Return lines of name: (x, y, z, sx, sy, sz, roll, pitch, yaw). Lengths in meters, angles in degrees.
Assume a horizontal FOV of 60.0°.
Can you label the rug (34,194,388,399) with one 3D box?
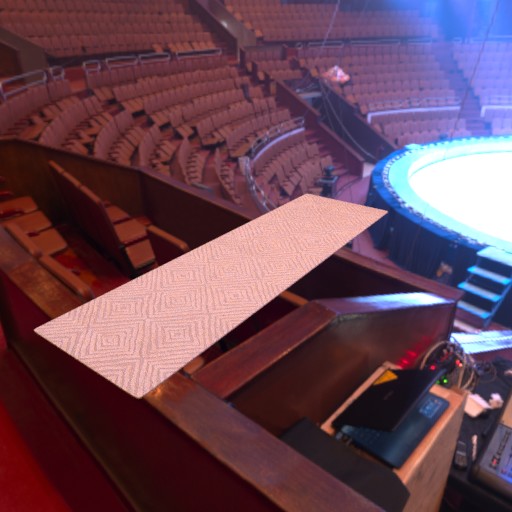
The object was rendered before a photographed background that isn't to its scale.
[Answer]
rug: (0.000, 0.000, 2.524, 0.676, 0.008, 2.277, 18, 31, 32)
